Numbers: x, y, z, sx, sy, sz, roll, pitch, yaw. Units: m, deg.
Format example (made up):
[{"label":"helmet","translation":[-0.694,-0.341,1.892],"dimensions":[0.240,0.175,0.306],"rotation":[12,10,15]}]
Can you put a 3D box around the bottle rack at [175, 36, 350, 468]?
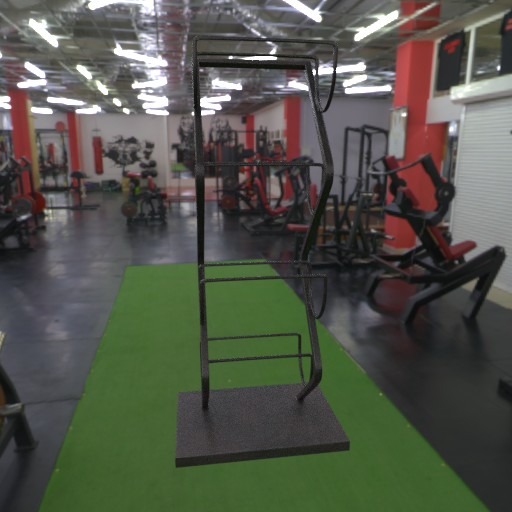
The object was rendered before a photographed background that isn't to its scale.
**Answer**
[{"label":"bottle rack","translation":[0.000,0.000,0.660],"dimensions":[0.254,0.559,0.178],"rotation":[-2,13,-8]}]
